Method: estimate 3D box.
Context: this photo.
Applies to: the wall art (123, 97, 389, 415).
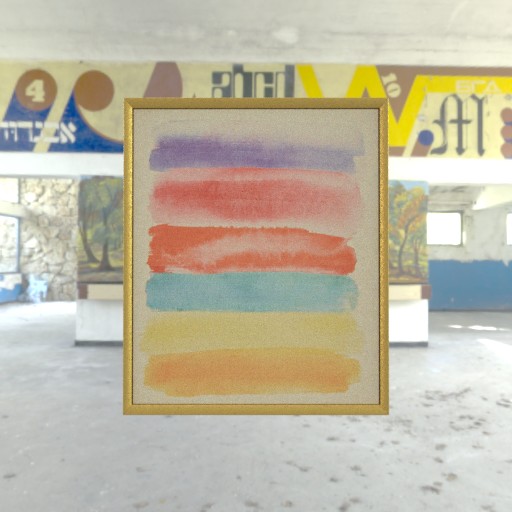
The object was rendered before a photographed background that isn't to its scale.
[{"bbox_3d":[0.000,0.000,0.919,0.537,0.642,0.048,0,0,0],"label":"wall art"}]
